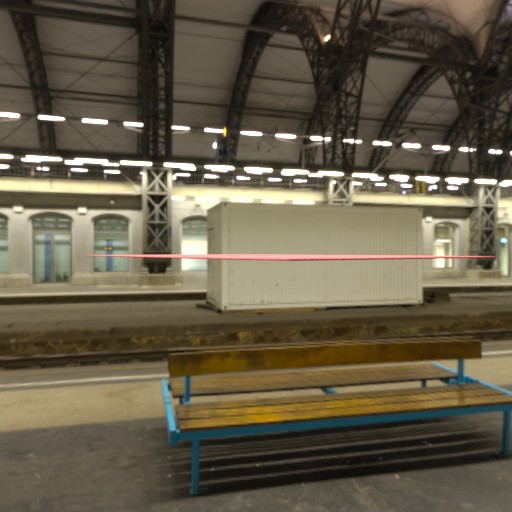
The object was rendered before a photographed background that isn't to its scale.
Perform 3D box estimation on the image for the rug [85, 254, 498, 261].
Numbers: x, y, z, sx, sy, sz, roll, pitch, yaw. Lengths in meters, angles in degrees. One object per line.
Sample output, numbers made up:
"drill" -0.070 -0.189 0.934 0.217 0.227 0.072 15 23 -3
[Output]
"rug" 0.000 0.000 2.957 1.534 0.010 2.423 0 1 -37
